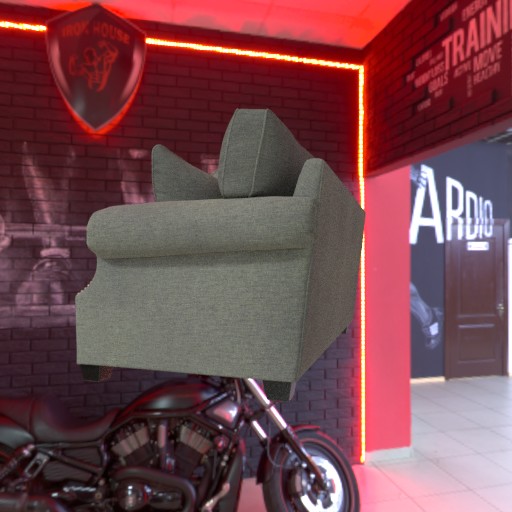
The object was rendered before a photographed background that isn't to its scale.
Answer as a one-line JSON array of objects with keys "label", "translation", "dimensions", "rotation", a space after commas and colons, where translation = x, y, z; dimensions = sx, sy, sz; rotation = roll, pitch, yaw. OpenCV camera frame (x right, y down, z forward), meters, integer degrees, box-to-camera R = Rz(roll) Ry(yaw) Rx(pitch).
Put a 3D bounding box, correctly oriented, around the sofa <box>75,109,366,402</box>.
[{"label": "sofa", "translation": [0.000, 0.000, 2.260], "dimensions": [0.966, 0.966, 1.701], "rotation": [0, -1, 19]}]
